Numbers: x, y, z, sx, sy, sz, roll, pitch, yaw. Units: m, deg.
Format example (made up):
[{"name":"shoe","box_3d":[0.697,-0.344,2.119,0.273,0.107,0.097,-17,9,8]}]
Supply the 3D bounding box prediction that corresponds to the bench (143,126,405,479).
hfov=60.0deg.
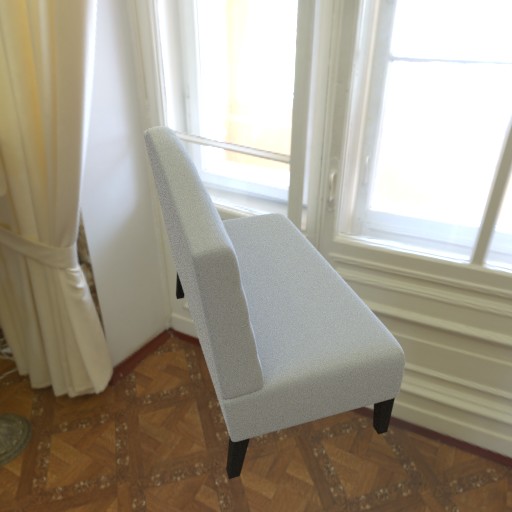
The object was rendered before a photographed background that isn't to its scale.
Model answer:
[{"name":"bench","box_3d":[0.000,0.000,2.044,0.815,1.180,1.335,-9,32,-15]}]
